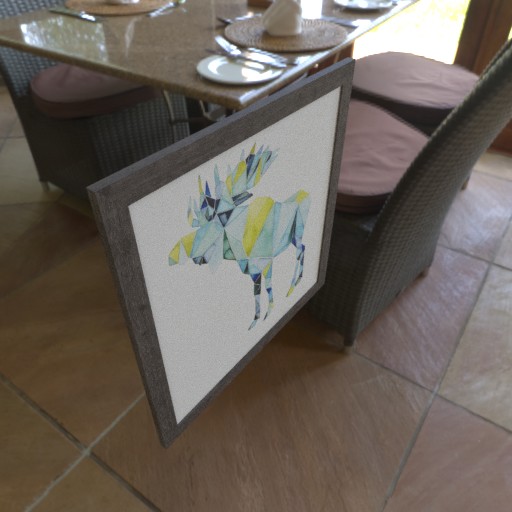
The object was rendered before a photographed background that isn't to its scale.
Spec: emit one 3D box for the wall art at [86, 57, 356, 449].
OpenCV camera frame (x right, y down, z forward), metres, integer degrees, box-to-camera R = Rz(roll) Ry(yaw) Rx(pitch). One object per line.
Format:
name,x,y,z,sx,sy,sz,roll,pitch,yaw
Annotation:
wall art,0.000,0.000,0.662,0.013,0.457,0.457,27,47,28
